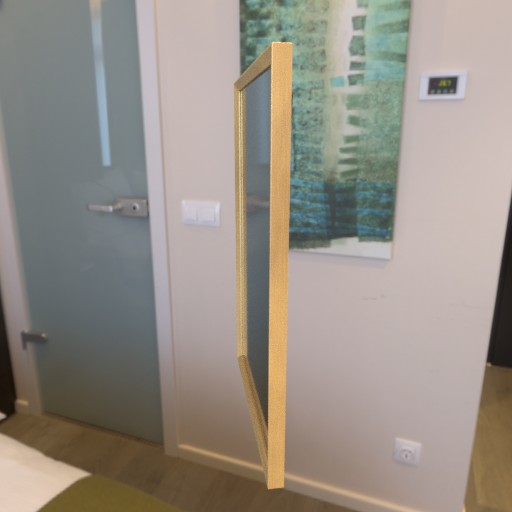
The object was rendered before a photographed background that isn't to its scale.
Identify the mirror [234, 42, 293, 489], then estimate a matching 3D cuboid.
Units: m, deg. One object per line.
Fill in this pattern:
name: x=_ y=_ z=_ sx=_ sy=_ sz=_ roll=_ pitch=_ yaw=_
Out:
mirror: x=0.000 y=0.000 z=1.163 sx=0.041 sy=0.915 sz=0.609 roll=-2 pitch=15 yaw=-8
